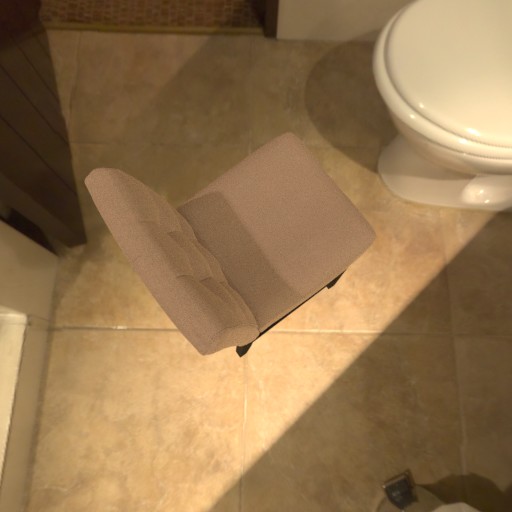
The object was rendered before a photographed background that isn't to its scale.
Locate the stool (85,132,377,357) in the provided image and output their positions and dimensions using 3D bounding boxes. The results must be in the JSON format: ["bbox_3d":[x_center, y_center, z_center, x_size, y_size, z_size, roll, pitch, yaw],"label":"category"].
[{"bbox_3d":[0.000,0.000,1.316,0.548,1.047,0.411,-35,78,-9],"label":"stool"}]
